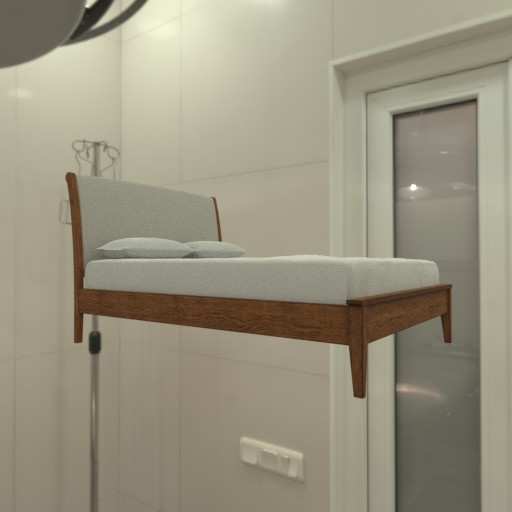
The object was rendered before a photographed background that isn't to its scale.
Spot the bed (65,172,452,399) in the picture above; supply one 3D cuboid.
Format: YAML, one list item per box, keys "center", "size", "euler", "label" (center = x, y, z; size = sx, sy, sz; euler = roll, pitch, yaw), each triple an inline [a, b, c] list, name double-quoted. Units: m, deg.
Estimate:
- center: [0.000, 0.000, 2.934]
  size: [2.108, 1.135, 1.502]
  euler: [0, -1, 36]
  label: "bed"
